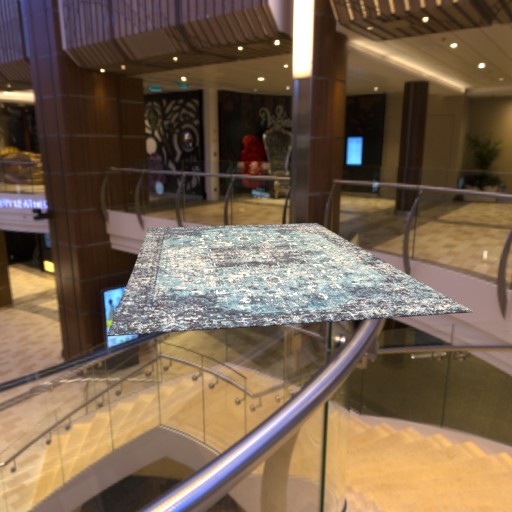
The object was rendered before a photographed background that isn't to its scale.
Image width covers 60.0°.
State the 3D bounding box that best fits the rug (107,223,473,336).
[{"bbox_3d":[0.000,0.000,2.304,1.219,0.005,1.828,-2,14,-9],"label":"rug"}]
